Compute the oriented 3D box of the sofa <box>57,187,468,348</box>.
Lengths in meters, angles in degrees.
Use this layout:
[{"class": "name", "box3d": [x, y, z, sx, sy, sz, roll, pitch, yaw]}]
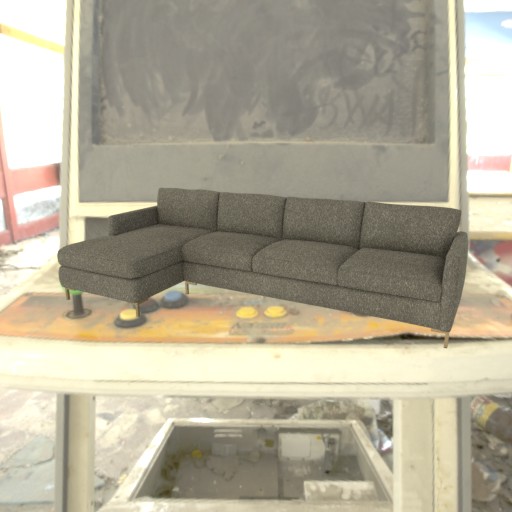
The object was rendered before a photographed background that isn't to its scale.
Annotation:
[{"class": "sofa", "box3d": [0.000, 0.000, 3.434, 2.932, 0.810, 1.350, 8, 18, 27]}]
